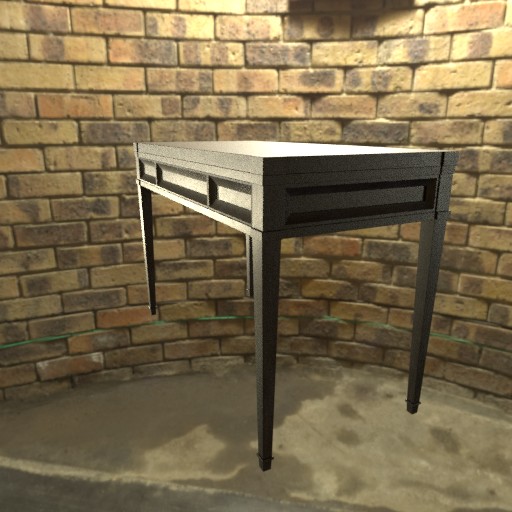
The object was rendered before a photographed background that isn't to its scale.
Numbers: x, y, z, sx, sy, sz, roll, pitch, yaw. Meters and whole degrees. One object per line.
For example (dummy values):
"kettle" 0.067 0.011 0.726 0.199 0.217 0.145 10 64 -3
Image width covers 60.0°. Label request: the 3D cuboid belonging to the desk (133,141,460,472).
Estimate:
"desk" 0.000 0.000 1.780 0.630 0.861 1.289 -8 18 -26
